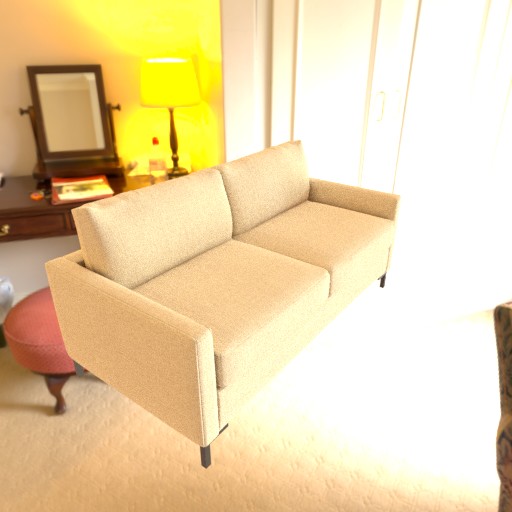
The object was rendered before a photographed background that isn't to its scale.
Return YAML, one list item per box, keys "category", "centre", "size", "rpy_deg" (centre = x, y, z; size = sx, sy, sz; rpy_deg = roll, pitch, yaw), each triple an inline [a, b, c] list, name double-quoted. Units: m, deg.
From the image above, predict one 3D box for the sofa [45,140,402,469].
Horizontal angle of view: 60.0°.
- category: "sofa"
  centre: [0.000, 0.000, 2.134]
  size: [0.839, 0.812, 1.651]
  rpy_deg: [19, 32, 33]
